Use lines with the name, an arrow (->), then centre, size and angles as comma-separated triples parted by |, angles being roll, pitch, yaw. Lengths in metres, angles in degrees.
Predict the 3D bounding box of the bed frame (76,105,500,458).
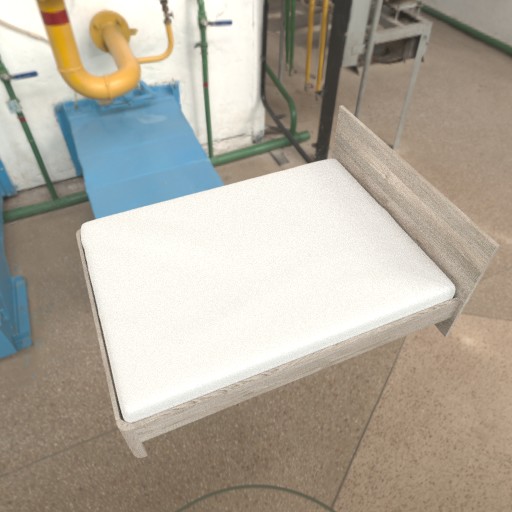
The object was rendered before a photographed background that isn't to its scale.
bed frame -> 0.000, 0.000, 2.659 | 1.950, 0.800, 1.490 | -17, 49, -16
